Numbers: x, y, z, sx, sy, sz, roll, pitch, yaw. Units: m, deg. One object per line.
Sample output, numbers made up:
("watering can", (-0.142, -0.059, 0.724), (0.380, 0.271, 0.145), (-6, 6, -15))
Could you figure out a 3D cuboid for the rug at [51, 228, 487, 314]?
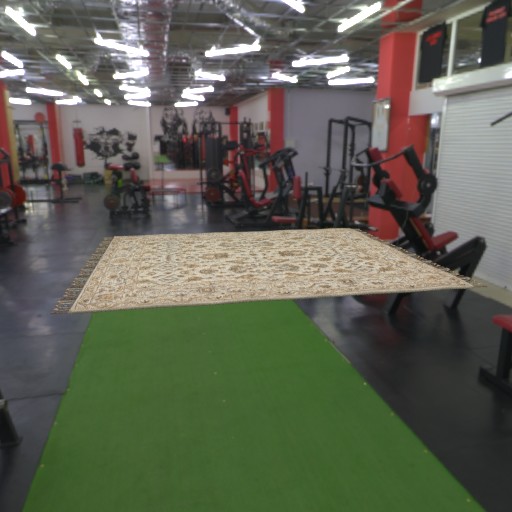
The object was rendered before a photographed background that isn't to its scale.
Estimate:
("rug", (0.000, 0.000, 4.155), (3.061, 0.034, 2.426), (-3, 14, -10))
